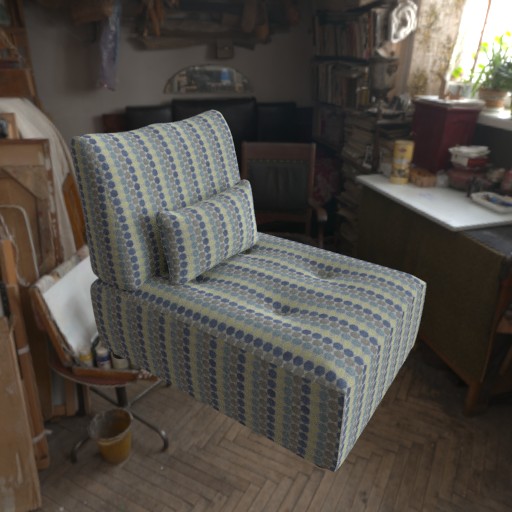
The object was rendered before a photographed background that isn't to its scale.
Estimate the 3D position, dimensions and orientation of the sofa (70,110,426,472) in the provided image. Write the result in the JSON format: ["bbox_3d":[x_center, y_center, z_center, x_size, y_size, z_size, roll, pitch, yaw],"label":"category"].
[{"bbox_3d":[0.000,0.000,1.524,1.000,0.820,0.700,17,31,31],"label":"sofa"}]
